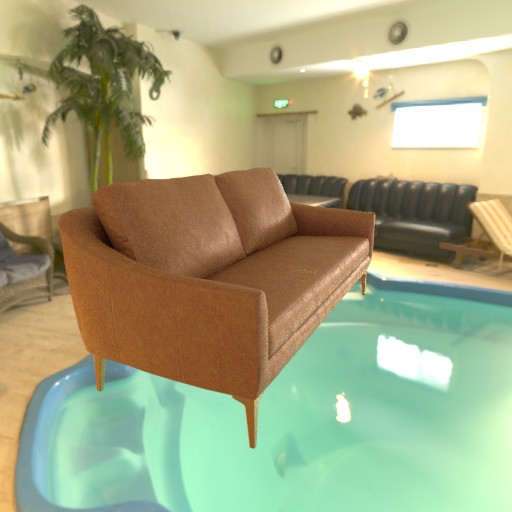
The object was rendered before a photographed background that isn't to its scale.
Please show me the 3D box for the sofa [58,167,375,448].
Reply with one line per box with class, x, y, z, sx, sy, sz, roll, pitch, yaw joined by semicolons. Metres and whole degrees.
sofa;0.000;0.000;2.573;0.981;0.945;2.036;7;16;25
